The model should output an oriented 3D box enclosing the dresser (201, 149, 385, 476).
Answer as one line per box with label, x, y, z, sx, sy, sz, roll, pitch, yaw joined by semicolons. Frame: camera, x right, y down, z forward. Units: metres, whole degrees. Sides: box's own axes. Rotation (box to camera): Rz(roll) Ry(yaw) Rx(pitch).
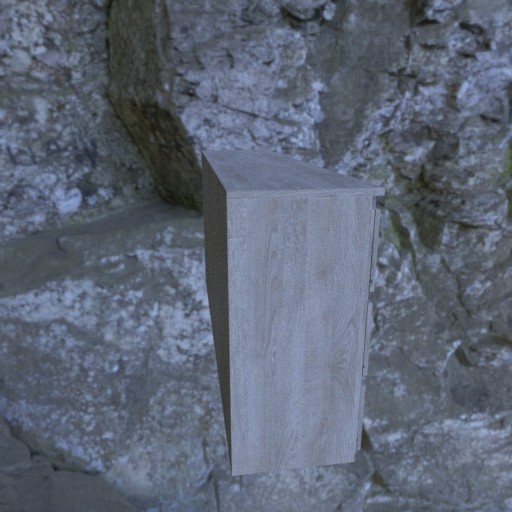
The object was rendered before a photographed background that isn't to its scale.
dresser;0.000;0.000;1.899;0.390;0.795;1.590;-3;17;-9
